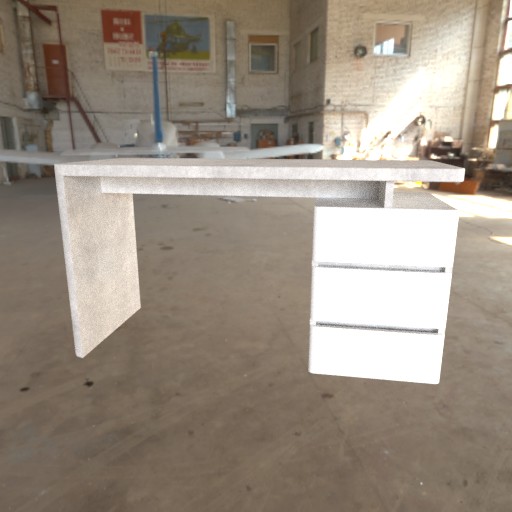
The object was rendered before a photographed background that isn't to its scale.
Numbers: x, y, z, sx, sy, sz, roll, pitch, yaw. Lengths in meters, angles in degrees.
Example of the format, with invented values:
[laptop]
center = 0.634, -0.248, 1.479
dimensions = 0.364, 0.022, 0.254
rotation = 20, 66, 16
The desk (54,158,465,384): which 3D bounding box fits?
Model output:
[desk]
center = 0.000, 0.000, 1.816
dimensions = 1.400, 0.755, 0.550
rotation = 3, 15, 10
